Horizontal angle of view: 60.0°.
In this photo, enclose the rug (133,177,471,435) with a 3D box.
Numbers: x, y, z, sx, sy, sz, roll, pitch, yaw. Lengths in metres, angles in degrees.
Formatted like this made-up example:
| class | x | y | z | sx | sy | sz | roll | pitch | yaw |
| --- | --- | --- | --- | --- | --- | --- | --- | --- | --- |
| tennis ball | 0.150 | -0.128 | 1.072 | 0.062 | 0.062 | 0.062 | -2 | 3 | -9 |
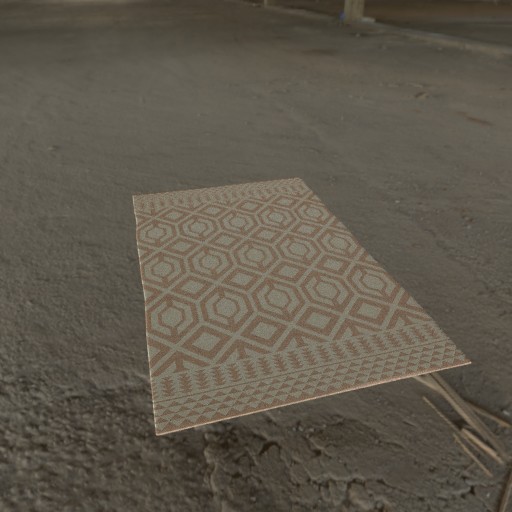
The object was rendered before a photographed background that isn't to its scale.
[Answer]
| class | x | y | z | sx | sy | sz | roll | pitch | yaw |
| --- | --- | --- | --- | --- | --- | --- | --- | --- | --- |
| rug | 0.000 | 0.000 | 2.981 | 1.526 | 0.011 | 2.435 | -8 | 33 | -13 |
